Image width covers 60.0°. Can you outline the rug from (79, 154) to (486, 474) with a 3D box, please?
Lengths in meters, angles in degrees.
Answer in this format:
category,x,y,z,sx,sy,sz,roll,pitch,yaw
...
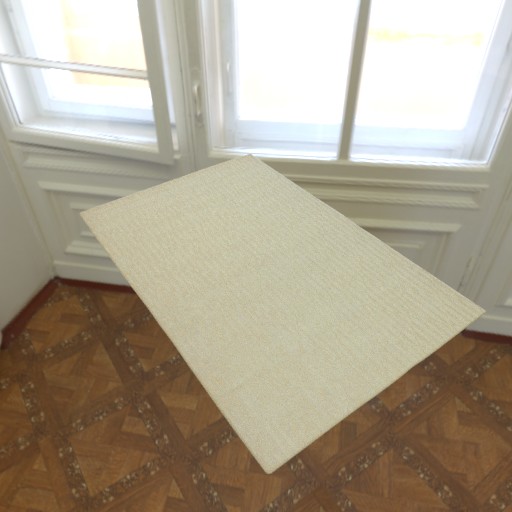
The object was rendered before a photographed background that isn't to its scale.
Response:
category,x,y,z,sx,sy,sz,roll,pitch,yaw
rug,0.000,0.000,2.293,1.238,0.014,1.848,-25,47,-26
